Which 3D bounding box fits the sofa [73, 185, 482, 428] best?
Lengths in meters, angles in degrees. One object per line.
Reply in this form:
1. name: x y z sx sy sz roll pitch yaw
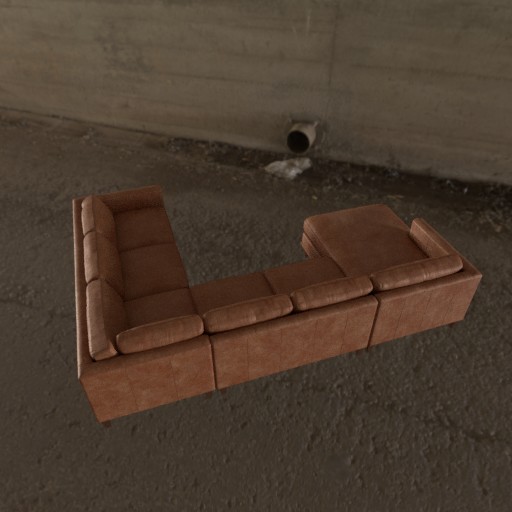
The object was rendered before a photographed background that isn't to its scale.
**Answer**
1. sofa: 0.000 0.000 4.542 3.401 0.832 2.430 -12 42 -14
